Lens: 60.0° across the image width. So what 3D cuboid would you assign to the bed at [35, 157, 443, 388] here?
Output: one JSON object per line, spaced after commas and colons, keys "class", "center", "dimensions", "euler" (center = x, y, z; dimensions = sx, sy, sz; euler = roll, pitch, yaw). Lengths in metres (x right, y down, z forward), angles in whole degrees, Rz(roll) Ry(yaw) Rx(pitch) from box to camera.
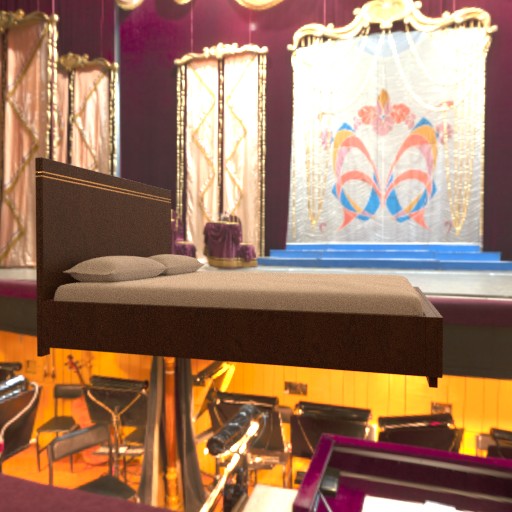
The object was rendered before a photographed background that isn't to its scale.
{"class": "bed", "center": [0.000, 0.000, 3.067], "dimensions": [2.221, 1.169, 1.613], "euler": [0, 1, 16]}
